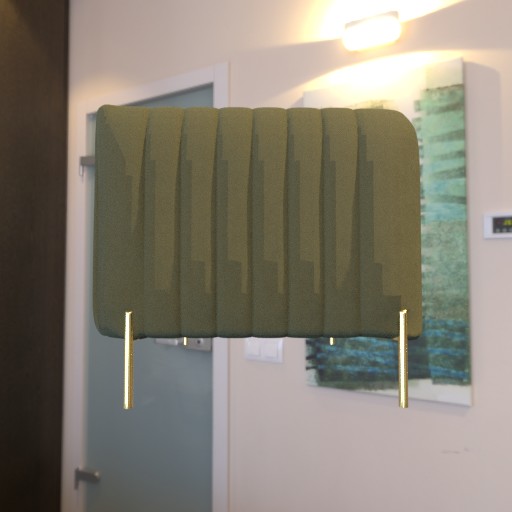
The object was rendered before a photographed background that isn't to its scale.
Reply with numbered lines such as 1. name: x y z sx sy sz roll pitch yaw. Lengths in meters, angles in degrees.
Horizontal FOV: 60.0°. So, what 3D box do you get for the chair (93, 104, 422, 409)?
1. chair: 0.000 0.000 1.612 0.877 0.794 1.032 0 -2 -1
